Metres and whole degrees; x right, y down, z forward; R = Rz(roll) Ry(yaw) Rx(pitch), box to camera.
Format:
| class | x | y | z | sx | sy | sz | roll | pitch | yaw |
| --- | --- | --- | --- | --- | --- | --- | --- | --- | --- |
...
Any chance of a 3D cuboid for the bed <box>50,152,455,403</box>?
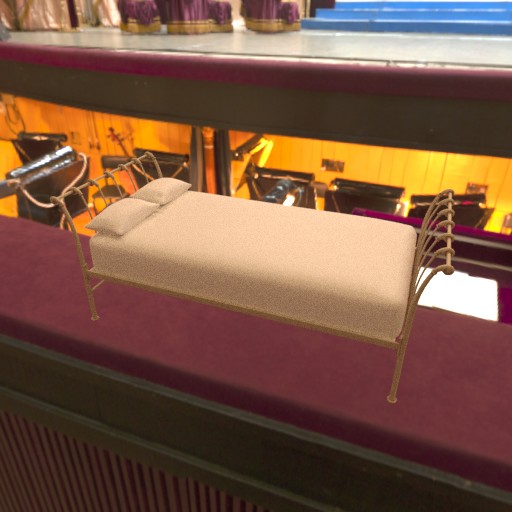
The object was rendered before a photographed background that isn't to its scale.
| class | x | y | z | sx | sy | sz | roll | pitch | yaw |
| --- | --- | --- | --- | --- | --- | --- | --- | --- | --- |
| bed | 0.000 | 0.000 | 2.870 | 2.228 | 0.873 | 1.032 | 11 | 31 | 18 |
